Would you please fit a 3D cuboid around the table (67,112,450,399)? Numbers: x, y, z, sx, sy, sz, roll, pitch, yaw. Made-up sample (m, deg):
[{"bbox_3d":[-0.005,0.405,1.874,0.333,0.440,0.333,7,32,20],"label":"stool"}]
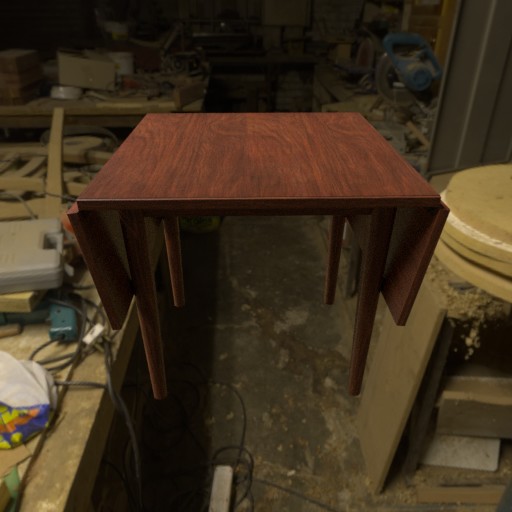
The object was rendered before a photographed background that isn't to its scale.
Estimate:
[{"bbox_3d":[0.000,0.000,1.493,0.843,0.763,0.812,-1,30,-1],"label":"table"}]
